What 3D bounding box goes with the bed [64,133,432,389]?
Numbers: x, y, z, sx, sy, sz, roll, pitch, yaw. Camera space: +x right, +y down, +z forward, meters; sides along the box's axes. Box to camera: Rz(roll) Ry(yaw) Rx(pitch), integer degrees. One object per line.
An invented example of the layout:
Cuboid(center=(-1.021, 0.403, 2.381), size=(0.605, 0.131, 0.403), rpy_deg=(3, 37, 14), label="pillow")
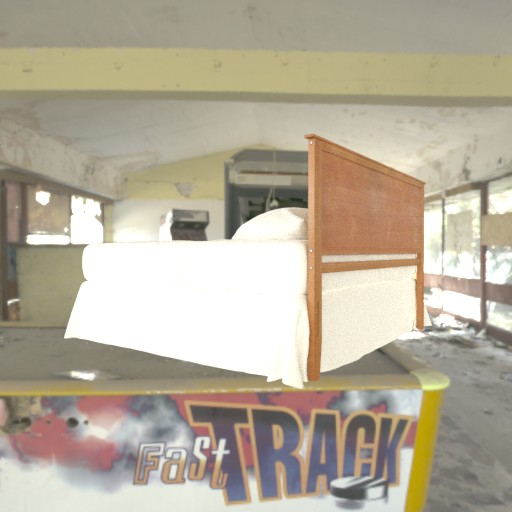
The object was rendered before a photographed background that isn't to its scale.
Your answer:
Cuboid(center=(0.000, 0.000, 3.667), size=(2.215, 1.270, 2.317), rpy_deg=(0, 1, 36), label="bed")
